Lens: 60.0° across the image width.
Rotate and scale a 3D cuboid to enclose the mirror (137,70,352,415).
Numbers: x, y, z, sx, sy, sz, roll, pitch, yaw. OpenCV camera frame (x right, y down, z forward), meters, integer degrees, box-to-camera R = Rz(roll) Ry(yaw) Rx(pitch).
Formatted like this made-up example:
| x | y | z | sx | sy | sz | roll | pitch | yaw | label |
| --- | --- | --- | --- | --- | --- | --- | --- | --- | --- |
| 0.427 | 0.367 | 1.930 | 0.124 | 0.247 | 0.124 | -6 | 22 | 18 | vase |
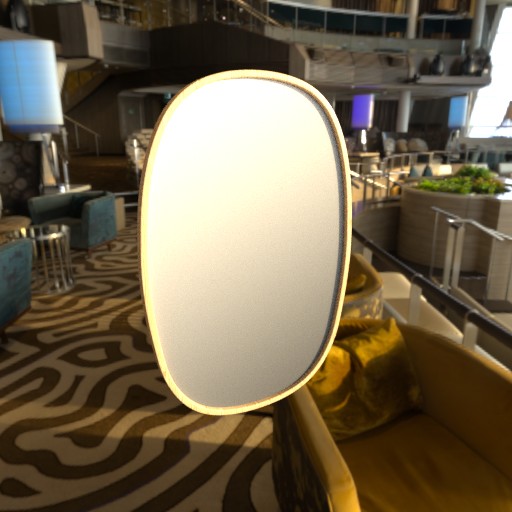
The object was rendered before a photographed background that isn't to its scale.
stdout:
| x | y | z | sx | sy | sz | roll | pitch | yaw | label |
| --- | --- | --- | --- | --- | --- | --- | --- | --- | --- |
| 0.000 | 0.000 | 1.384 | 0.724 | 1.075 | 0.037 | -8 | 18 | -27 | mirror |
